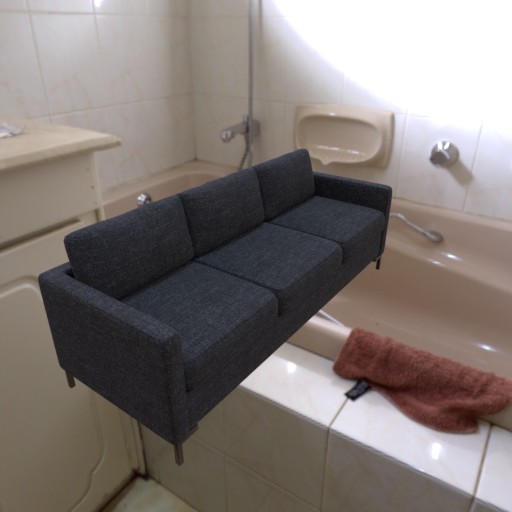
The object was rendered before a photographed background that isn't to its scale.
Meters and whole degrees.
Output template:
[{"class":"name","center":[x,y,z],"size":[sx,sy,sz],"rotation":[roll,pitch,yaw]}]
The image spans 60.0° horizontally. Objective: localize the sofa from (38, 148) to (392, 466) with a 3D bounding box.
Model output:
[{"class":"sofa","center":[0.000,0.000,2.671],"size":[0.859,0.874,2.218],"rotation":[18,32,32]}]
